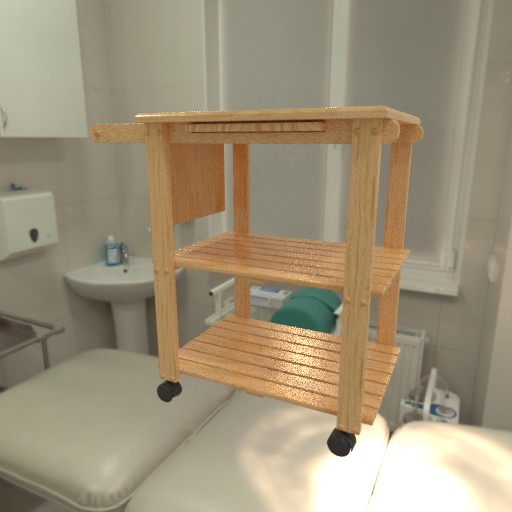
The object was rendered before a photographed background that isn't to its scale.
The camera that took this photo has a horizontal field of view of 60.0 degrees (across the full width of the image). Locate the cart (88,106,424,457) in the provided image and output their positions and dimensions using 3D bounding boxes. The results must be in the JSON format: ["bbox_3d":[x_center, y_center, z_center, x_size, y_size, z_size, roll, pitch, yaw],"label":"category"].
[{"bbox_3d":[0.000,0.000,1.338,0.843,0.816,0.520,7,16,25],"label":"cart"}]
